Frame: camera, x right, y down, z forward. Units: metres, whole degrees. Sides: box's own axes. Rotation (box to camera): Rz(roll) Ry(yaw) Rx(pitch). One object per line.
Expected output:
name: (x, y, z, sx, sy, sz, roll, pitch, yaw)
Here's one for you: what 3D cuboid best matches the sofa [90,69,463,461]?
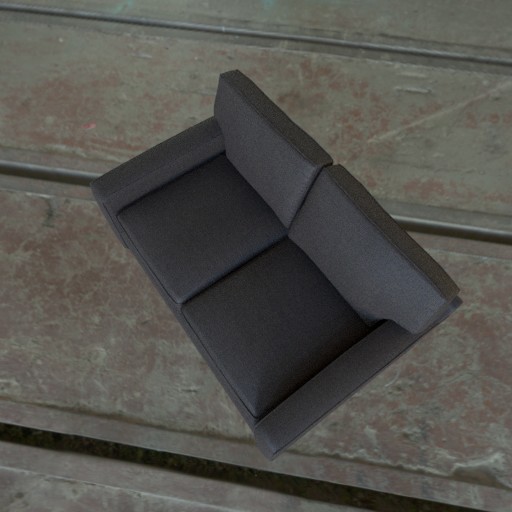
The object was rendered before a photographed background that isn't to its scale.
sofa: (0.000, 0.000, 2.149, 0.974, 0.887, 1.534, -33, 68, -15)
